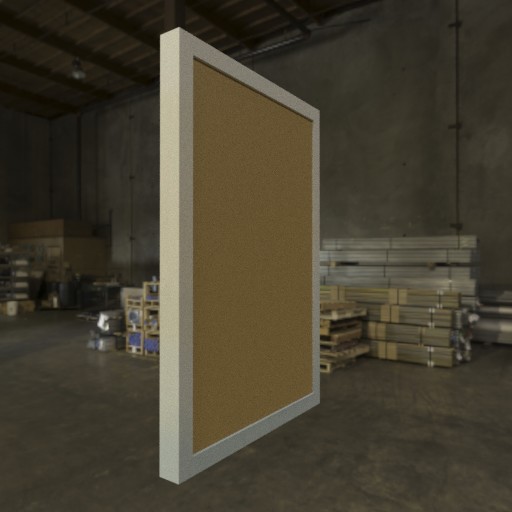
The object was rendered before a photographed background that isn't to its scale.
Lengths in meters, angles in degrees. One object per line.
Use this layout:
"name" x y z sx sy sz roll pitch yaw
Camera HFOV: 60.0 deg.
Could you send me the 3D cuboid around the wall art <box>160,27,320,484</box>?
"wall art" 0.000 0.000 0.769 0.038 0.611 0.408 0 -1 35
